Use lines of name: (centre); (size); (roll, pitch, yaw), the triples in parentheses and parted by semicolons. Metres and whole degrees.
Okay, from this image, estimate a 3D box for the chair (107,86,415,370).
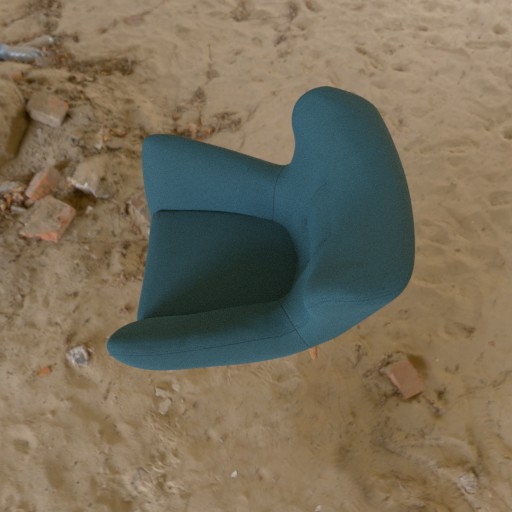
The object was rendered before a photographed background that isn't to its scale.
chair: (0.000, 0.000, 1.617); (0.889, 0.889, 0.890); (0, 59, 0)
